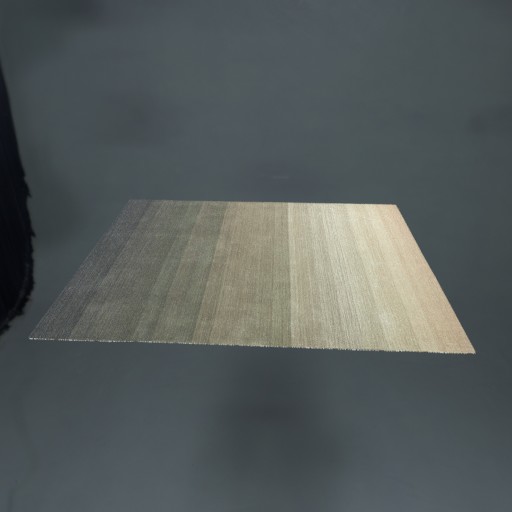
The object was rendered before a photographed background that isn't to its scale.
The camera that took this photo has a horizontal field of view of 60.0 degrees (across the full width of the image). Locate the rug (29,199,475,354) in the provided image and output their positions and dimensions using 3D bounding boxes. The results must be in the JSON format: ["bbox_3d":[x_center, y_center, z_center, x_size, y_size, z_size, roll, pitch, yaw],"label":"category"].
[{"bbox_3d":[0.000,0.000,3.882,2.932,0.015,2.315,1,31,2],"label":"rug"}]
